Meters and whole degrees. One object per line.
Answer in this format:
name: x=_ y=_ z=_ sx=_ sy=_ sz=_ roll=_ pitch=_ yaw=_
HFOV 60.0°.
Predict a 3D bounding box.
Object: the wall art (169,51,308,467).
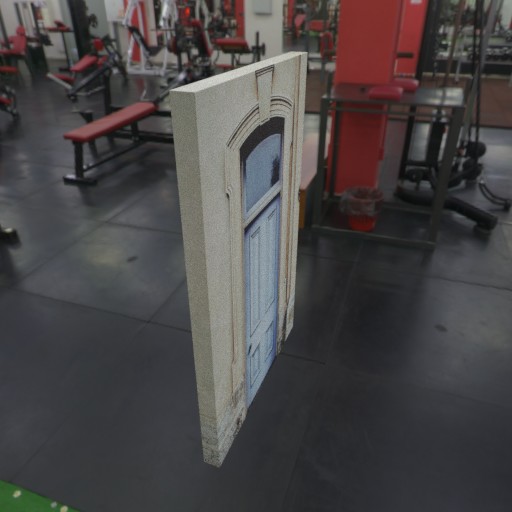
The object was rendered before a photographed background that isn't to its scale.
wall art: x=0.000 y=0.000 z=0.964 sx=0.038 sy=0.764 sz=0.508 roll=12 pitch=32 yaw=19
